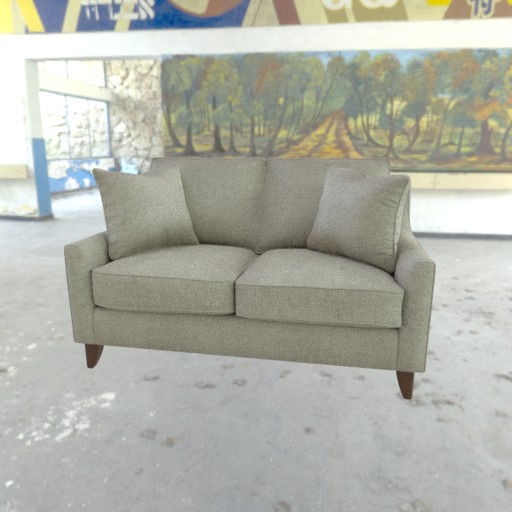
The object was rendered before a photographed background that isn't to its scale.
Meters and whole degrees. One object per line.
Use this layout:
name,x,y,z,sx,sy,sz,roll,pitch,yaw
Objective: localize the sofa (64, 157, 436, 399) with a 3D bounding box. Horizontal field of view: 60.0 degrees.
sofa,0.000,0.000,2.022,1.422,0.863,0.915,3,14,10
